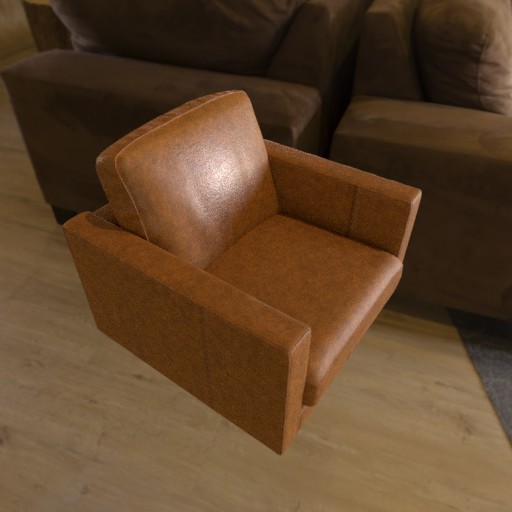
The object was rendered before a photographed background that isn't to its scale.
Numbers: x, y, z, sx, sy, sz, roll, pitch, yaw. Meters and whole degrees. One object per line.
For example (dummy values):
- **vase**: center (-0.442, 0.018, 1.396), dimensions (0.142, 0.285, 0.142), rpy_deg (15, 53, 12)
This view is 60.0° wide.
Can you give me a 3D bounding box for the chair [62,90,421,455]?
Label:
- **chair**: center (0.000, 0.000, 1.627), dimensions (0.909, 0.956, 0.890), rpy_deg (25, 47, 26)
